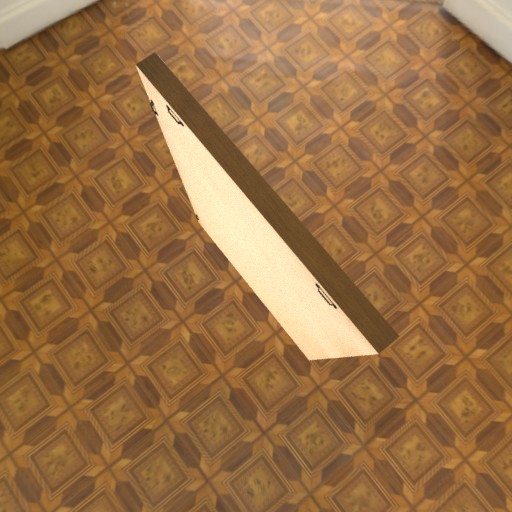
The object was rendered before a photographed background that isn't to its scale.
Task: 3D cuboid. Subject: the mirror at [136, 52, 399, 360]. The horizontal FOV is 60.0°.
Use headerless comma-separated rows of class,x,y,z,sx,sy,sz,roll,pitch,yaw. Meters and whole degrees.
mirror,0.000,0.000,0.921,0.039,0.711,0.508,-38,79,-9
